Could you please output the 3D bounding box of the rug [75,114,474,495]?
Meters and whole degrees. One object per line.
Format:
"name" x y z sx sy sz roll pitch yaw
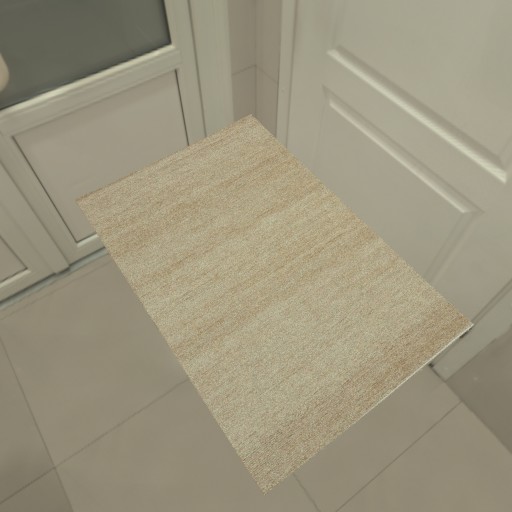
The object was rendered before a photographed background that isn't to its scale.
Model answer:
"rug" 0.000 0.000 2.942 1.574 0.029 2.346 -31 62 -18
